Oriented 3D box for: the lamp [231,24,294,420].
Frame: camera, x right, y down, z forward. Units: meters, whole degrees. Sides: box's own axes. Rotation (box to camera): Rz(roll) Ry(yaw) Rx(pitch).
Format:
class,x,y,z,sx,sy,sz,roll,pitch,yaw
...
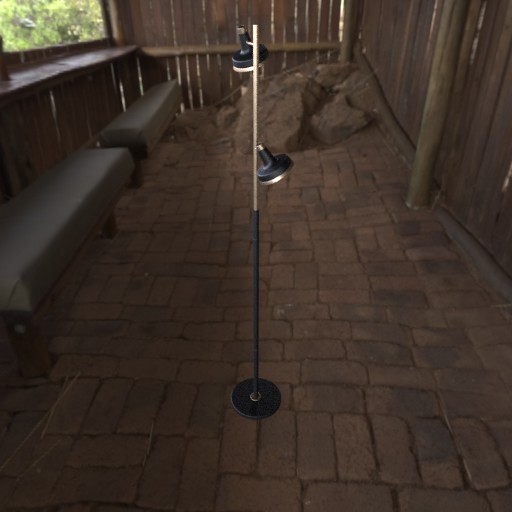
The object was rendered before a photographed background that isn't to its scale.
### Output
class,x,y,z,sx,sy,sz,roll,pitch,yaw
lamp,0.000,0.000,1.807,0.253,1.674,0.351,-11,32,-17
